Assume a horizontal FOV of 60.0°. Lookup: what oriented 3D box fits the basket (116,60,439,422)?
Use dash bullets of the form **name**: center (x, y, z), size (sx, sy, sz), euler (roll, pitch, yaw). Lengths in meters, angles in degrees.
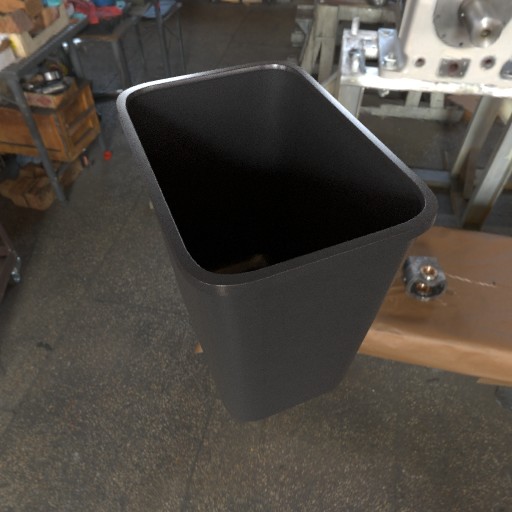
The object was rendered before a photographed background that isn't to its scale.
- **basket**: center (0.000, 0.000, 0.514), size (0.211, 0.307, 0.300), euler (-17, 50, -15)
